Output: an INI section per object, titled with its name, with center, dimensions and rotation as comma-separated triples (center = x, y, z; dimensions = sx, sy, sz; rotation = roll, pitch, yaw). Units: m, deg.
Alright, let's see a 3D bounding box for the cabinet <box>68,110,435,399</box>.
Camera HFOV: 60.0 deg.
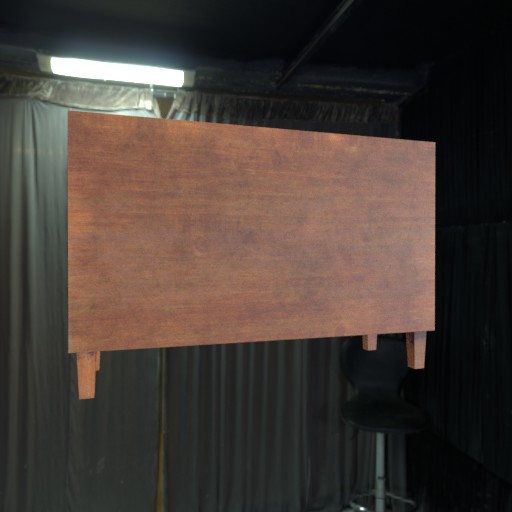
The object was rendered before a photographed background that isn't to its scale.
[cabinet]
center = 0.000, 0.000, 1.587
dimensions = 1.204, 0.805, 0.403
rotation = 0, 0, -17
